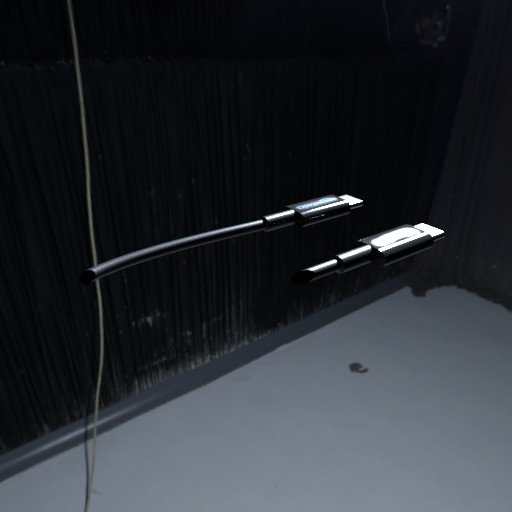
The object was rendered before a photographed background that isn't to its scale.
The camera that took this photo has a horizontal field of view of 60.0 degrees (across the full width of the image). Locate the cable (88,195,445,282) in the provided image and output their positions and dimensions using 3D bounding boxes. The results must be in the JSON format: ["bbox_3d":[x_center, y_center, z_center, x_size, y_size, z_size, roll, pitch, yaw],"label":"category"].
[{"bbox_3d":[0.000,0.000,0.109,0.098,0.005,0.041,-17,32,-30],"label":"cable"}]
